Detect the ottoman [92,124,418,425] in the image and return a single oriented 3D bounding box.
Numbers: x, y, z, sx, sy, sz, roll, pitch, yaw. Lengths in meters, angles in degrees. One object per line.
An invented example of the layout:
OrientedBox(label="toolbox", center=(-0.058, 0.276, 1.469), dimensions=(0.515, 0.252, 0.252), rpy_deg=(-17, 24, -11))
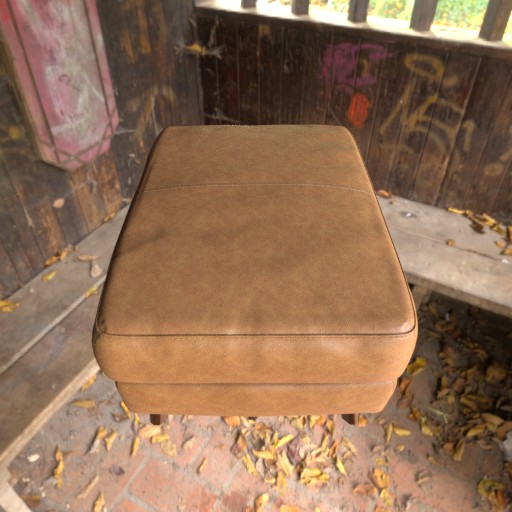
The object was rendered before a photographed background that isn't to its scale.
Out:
OrientedBox(label="ottoman", center=(0.000, 0.000, 1.196), dimensions=(0.630, 0.461, 0.869), rpy_deg=(0, 41, 0))
